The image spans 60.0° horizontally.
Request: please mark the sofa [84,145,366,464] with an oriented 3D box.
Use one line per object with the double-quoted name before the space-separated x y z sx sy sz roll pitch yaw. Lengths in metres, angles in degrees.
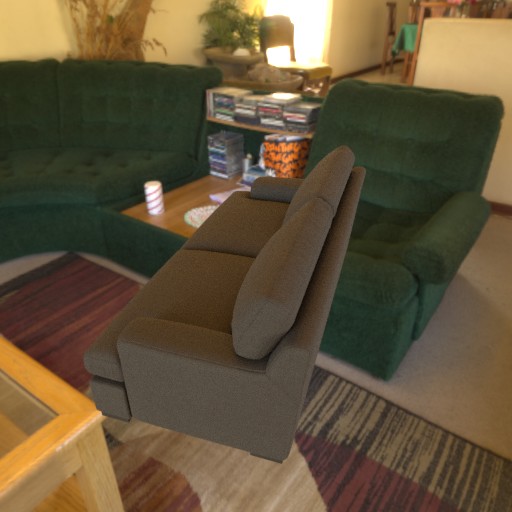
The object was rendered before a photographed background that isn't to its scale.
"sofa" 0.000 0.000 2.890 1.140 0.950 2.271 9 32 15
